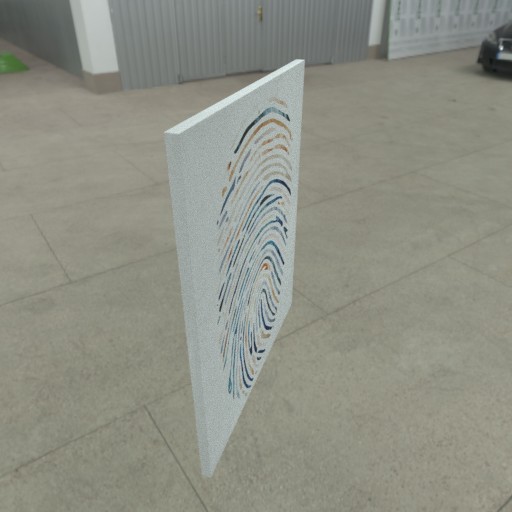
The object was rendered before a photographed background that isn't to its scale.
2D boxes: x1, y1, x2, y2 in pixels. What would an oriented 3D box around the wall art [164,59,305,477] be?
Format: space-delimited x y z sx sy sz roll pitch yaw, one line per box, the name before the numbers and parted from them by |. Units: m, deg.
wall art | 0.000 0.000 0.967 0.021 0.710 0.609 11 34 17
